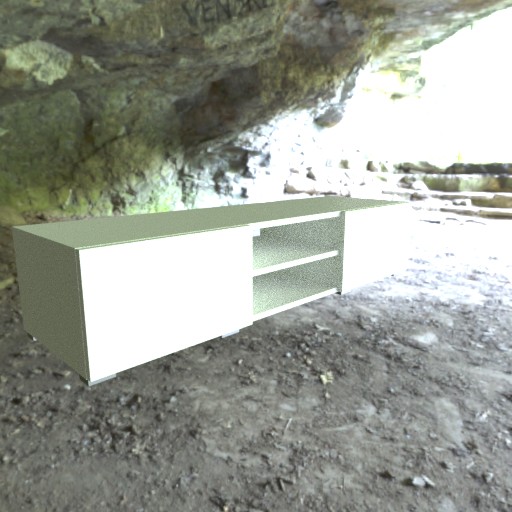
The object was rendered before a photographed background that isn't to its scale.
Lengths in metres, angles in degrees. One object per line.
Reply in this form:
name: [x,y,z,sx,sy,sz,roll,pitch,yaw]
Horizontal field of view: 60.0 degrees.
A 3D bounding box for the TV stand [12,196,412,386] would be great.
TV stand: [0.000,0.000,1.539,1.400,0.310,0.420,-12,17,-43]
